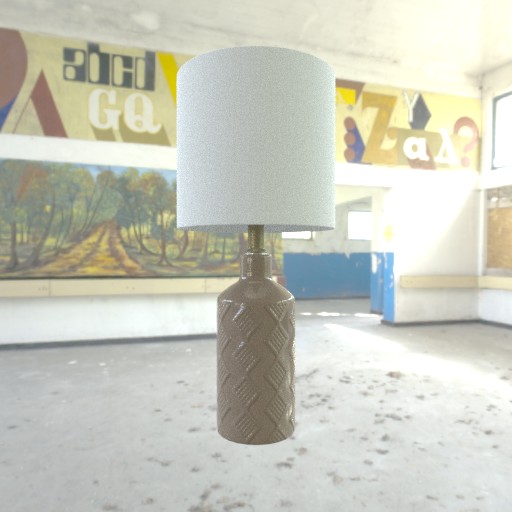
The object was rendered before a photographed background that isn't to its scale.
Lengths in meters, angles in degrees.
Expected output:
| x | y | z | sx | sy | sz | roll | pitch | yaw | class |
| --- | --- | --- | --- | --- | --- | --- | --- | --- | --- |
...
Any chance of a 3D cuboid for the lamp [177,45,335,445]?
| x | y | z | sx | sy | sz | roll | pitch | yaw | class |
| --- | --- | --- | --- | --- | --- | --- | --- | --- | --- |
| 0.000 | 0.000 | 0.588 | 0.207 | 0.461 | 0.207 | 0 | 0 | -18 | lamp |
